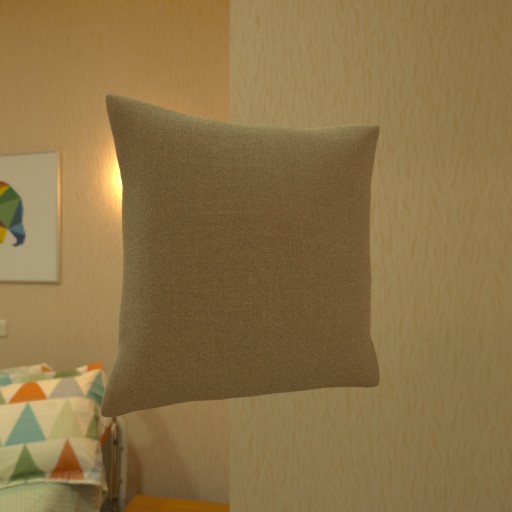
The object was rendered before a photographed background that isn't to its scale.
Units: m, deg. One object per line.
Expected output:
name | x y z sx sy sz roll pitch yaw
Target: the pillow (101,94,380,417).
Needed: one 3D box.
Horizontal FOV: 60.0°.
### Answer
pillow | 0.000 0.000 0.776 0.512 0.506 0.178 0 0 -20
